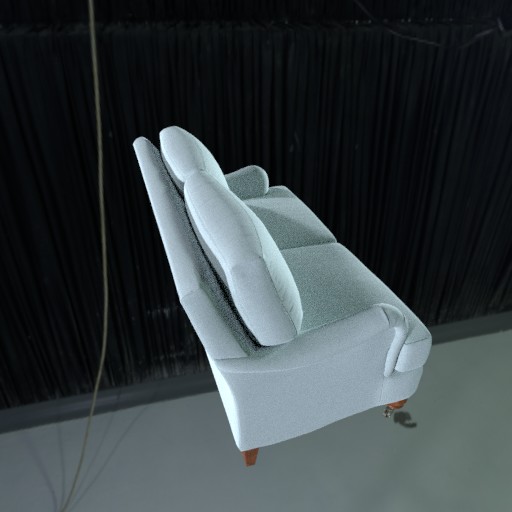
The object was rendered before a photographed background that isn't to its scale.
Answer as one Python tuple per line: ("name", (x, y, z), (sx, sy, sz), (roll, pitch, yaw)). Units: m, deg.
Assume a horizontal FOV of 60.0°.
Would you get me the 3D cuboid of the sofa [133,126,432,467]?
("sofa", (0.000, 0.000, 2.499), (1.084, 1.101, 1.853), (-10, 33, -15))
